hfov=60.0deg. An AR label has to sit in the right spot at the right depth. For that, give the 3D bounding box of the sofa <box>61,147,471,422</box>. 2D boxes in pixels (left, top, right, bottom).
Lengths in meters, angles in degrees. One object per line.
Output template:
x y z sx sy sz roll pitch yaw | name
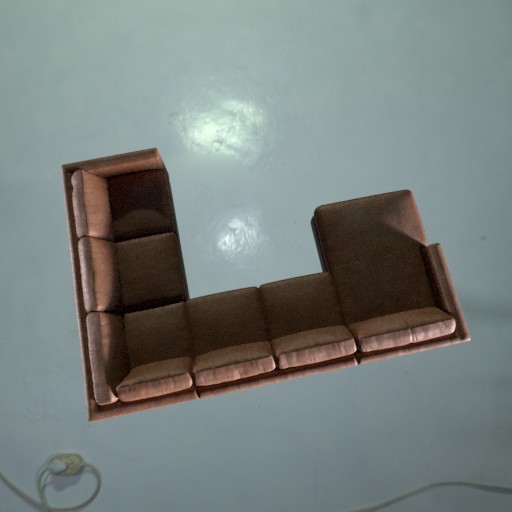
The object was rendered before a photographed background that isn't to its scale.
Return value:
0.000 0.000 4.409 3.401 0.832 2.430 -11 76 -3 | sofa
